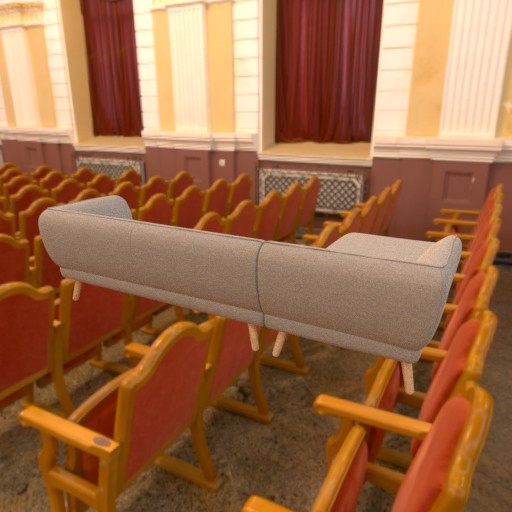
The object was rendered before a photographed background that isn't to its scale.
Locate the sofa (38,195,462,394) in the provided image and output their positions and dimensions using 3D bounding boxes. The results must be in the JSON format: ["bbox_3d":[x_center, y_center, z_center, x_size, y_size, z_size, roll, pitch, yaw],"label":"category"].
[{"bbox_3d":[0.000,0.000,3.175,2.653,0.693,1.532,10,20,27],"label":"sofa"}]
